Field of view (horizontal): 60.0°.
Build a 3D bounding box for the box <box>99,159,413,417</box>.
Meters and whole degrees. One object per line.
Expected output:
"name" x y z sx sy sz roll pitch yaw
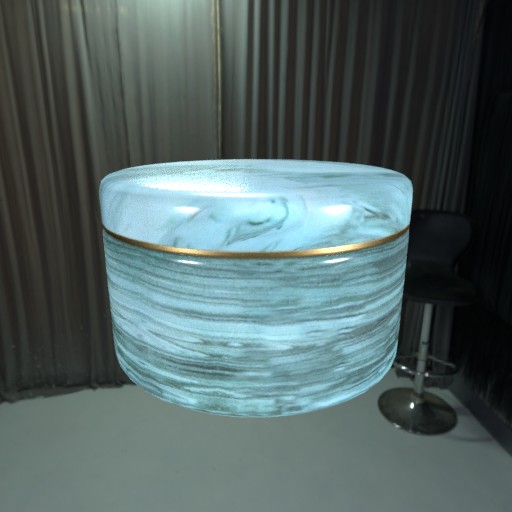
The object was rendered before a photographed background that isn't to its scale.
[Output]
"box" 0.000 0.000 0.158 0.101 0.063 0.101 0 17 0
